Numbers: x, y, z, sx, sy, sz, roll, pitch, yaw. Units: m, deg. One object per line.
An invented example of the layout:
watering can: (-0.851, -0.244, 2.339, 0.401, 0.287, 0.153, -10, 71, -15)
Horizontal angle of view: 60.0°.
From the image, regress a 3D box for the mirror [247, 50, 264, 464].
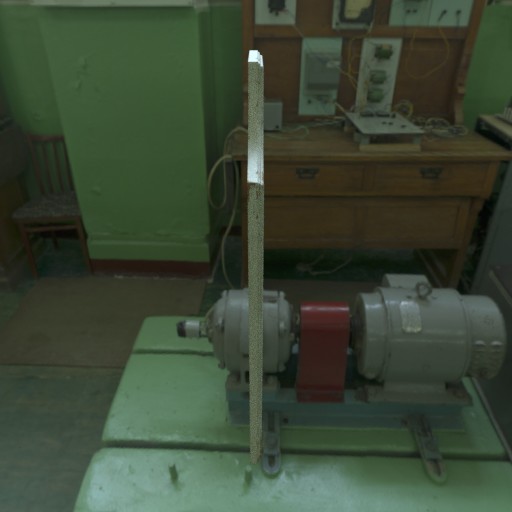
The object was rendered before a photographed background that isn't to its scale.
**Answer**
mirror: (0.000, 0.000, 0.865, 0.022, 0.717, 0.403, 0, 30, 0)
